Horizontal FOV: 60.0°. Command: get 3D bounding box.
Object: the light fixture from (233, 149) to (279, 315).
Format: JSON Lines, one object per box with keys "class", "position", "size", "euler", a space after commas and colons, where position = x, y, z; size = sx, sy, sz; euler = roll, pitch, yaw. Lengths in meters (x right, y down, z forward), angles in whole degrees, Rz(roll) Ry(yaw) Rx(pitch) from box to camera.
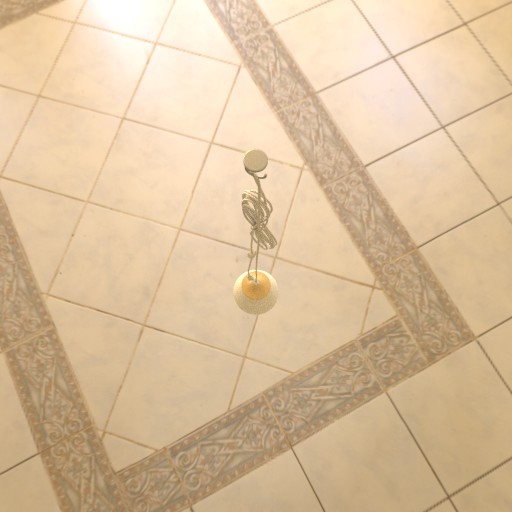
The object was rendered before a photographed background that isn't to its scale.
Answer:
{"class": "light fixture", "position": [0.000, 0.000, 1.031], "size": [0.153, 0.966, 0.153], "euler": [-37, 78, -9]}
